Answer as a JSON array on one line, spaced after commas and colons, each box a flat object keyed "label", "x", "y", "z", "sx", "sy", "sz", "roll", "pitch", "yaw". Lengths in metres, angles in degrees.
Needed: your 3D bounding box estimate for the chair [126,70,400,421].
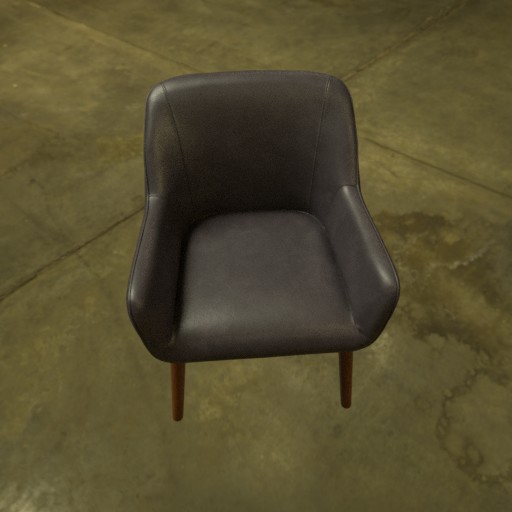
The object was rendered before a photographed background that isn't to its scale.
[{"label": "chair", "x": 0.000, "y": 0.000, "z": 1.274, "sx": 0.610, "sy": 0.828, "sz": 0.610, "roll": -3, "pitch": 46, "yaw": -3}]
